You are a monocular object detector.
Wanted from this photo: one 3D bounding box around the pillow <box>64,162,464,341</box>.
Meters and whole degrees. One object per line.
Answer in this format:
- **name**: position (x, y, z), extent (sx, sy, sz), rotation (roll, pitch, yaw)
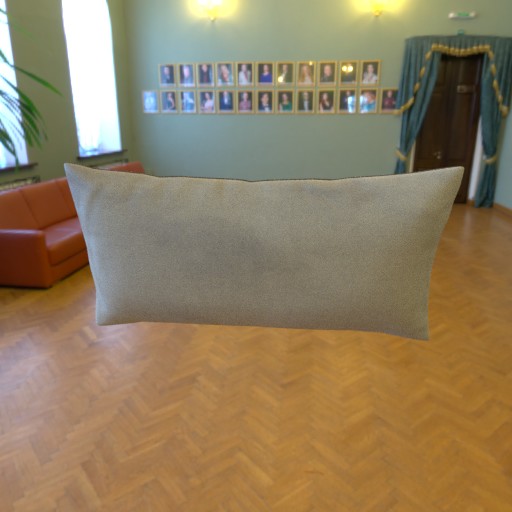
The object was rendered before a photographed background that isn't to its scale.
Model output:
- **pillow**: position (0.000, 0.000, 0.738), extent (0.608, 0.305, 0.156), rotation (2, 17, 6)
